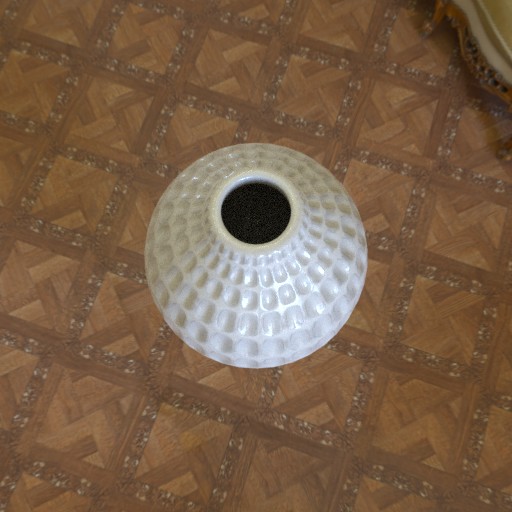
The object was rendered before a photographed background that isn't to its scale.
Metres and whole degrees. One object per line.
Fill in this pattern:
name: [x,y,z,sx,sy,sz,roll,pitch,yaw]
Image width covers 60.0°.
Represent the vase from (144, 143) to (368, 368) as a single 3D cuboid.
vase: [0.000,0.000,0.260,0.128,0.167,0.128,0,77,0]
